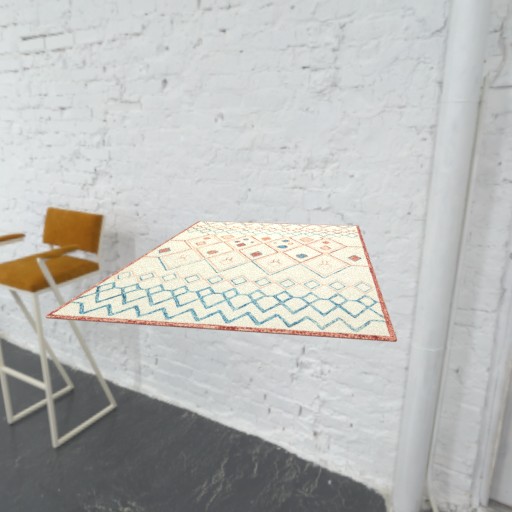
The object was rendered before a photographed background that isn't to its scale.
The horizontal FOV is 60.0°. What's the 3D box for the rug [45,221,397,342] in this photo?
[{"bbox_3d":[0.000,0.000,3.031,1.524,0.015,2.438,2,15,9],"label":"rug"}]
